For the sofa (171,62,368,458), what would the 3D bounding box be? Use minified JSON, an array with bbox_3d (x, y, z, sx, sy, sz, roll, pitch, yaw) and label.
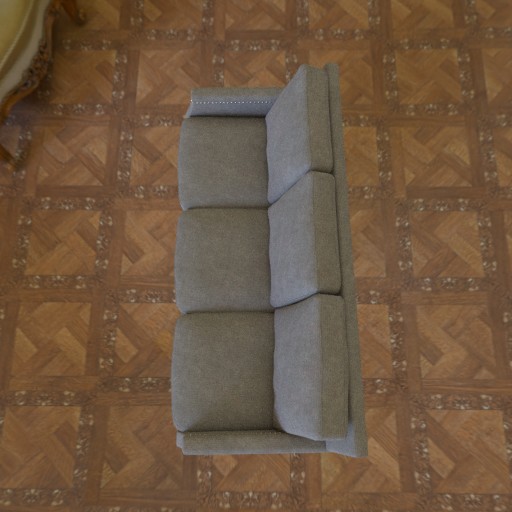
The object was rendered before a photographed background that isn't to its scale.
[{"bbox_3d":[0.000,0.000,2.746,1.034,1.042,2.226,-1,75,0],"label":"sofa"}]
